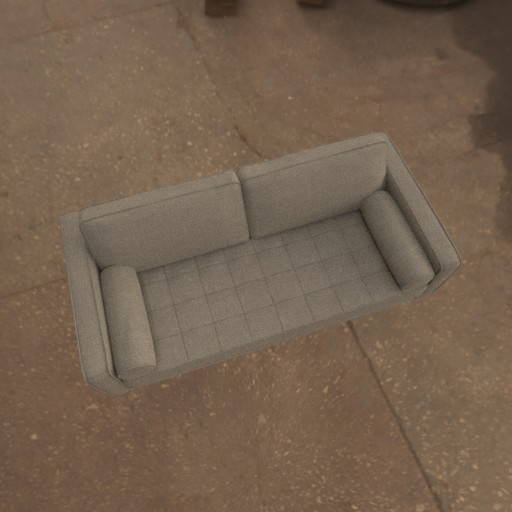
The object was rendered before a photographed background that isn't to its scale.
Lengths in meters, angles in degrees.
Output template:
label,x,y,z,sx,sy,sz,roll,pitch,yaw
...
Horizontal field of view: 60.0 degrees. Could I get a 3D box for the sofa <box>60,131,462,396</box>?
label,x,y,z,sx,sy,sz,roll,pitch,yaw
sofa,0.000,0.000,2.391,1.879,0.762,0.914,-16,65,-8
